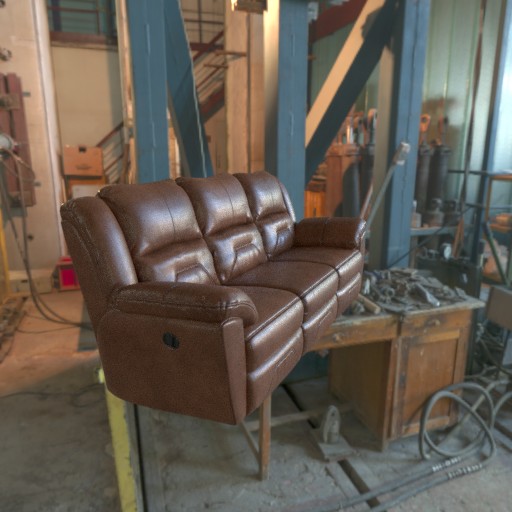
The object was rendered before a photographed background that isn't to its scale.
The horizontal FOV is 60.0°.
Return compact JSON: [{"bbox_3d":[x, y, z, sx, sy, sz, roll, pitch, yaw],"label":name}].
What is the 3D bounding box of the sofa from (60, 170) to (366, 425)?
[{"bbox_3d":[0.000,0.000,2.919,0.991,1.043,2.337,7,15,26],"label":"sofa"}]
